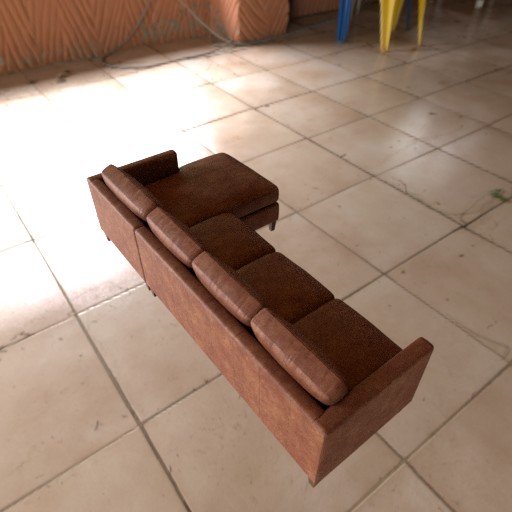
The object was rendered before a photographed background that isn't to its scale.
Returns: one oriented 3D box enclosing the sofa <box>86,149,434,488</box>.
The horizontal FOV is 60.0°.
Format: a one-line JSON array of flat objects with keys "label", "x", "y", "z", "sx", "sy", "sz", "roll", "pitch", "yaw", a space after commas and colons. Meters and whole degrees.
[{"label": "sofa", "x": 0.000, "y": 0.000, "z": 3.771, "sx": 1.581, "sy": 0.883, "sz": 3.203, "roll": -27, "pitch": 48, "yaw": -28}]
